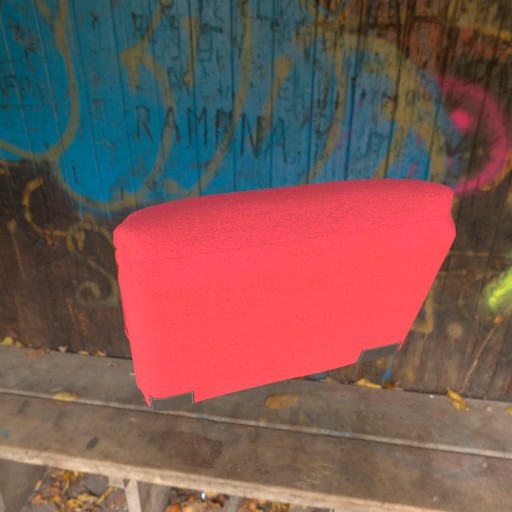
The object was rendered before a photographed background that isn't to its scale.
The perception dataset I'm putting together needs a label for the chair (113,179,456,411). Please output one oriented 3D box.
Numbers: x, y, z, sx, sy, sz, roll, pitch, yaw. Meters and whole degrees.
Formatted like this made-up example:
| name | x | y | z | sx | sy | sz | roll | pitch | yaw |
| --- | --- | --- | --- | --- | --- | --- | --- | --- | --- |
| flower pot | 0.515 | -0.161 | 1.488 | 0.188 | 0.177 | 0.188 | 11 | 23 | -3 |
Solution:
| name | x | y | z | sx | sy | sz | roll | pitch | yaw |
| --- | --- | --- | --- | --- | --- | --- | --- | --- | --- |
| chair | 0.000 | 0.000 | 1.357 | 0.820 | 0.580 | 0.780 | -9 | 28 | -17 |
